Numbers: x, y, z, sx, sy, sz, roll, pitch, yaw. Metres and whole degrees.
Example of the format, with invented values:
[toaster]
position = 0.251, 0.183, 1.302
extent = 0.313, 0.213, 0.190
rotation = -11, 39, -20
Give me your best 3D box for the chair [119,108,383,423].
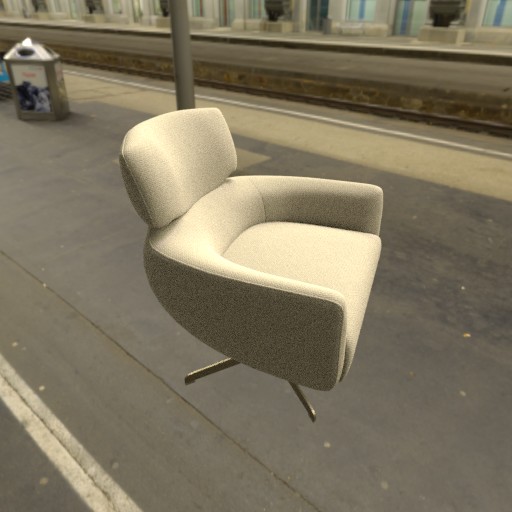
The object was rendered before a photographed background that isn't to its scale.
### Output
[chair]
position = 0.000, 0.000, 1.416
extent = 0.730, 0.810, 0.760
rotation = 11, 32, 18
